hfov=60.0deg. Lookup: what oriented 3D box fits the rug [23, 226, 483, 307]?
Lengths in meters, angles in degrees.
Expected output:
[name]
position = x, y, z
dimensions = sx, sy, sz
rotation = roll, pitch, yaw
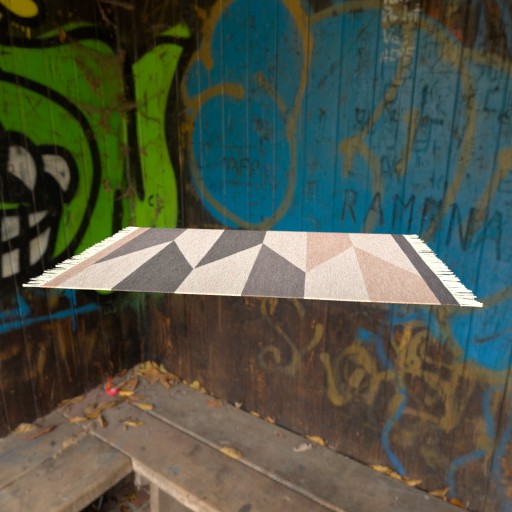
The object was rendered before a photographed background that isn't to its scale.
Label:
[rug]
position = 0.000, 0.000, 2.483
dimensions = 2.021, 0.027, 1.224
rotation = 2, 16, 7
